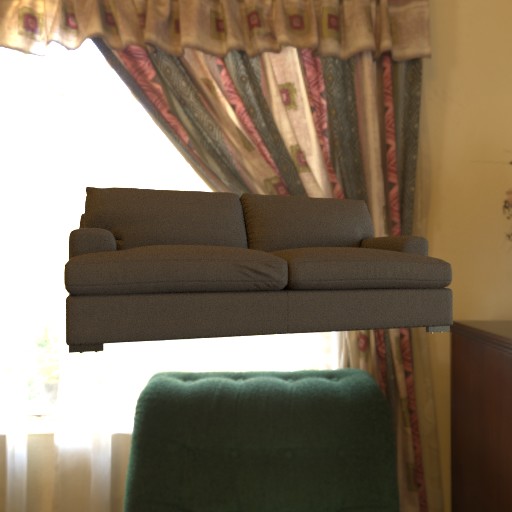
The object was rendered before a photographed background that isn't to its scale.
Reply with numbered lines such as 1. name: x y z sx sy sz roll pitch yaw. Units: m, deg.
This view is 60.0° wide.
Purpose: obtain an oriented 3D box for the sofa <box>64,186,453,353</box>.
1. sofa: 0.000 0.000 2.902 2.271 0.950 1.140 0 -1 -18
